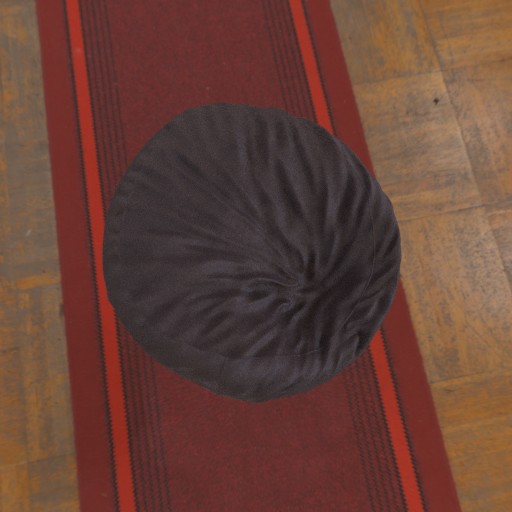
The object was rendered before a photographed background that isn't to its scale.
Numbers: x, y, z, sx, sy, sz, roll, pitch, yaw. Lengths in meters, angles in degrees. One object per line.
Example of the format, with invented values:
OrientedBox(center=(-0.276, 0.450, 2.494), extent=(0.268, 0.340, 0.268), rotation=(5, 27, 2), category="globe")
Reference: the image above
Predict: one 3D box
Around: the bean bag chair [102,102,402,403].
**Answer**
OrientedBox(center=(0.000, 0.000, 2.024), extent=(1.245, 0.821, 1.245), rotation=(0, 77, 0), category="bean bag chair")
